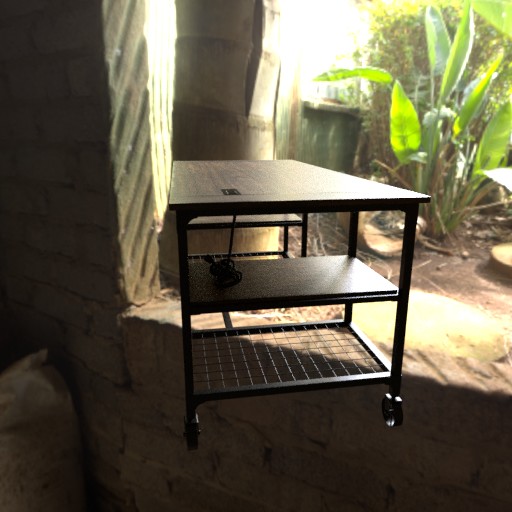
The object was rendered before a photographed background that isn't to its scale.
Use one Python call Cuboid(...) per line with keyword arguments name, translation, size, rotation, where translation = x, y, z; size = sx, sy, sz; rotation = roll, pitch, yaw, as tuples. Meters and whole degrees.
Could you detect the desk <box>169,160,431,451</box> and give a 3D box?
Cuboid(name="desk", translation=(0.000, 0.000, 2.007), size=(0.711, 0.751, 1.590), rotation=(-3, 16, -9))
